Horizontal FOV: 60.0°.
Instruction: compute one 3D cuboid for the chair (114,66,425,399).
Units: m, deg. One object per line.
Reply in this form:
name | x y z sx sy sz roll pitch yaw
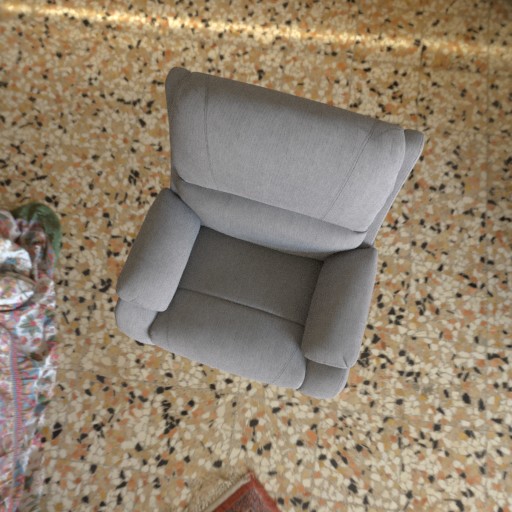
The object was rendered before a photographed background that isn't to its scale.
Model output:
chair | 0.000 0.000 1.718 0.930 1.011 0.899 17 76 4
